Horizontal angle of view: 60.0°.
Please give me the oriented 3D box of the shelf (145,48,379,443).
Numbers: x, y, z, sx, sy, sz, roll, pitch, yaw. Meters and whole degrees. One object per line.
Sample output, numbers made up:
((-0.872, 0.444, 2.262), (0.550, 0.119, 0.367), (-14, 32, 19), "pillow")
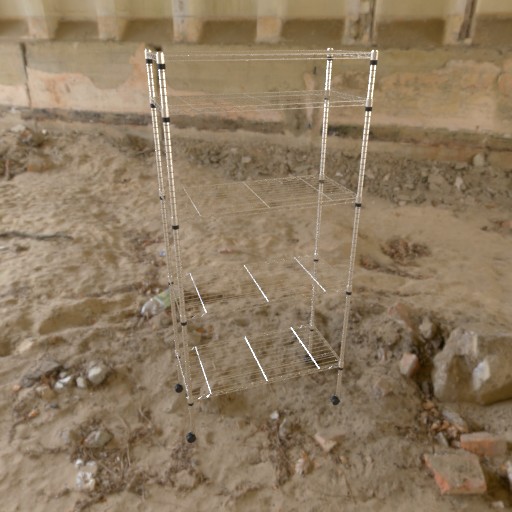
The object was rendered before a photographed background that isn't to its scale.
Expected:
((0.000, 0.000, 1.882), (0.762, 1.587, 0.356), (-8, 28, -16), "shelf")
